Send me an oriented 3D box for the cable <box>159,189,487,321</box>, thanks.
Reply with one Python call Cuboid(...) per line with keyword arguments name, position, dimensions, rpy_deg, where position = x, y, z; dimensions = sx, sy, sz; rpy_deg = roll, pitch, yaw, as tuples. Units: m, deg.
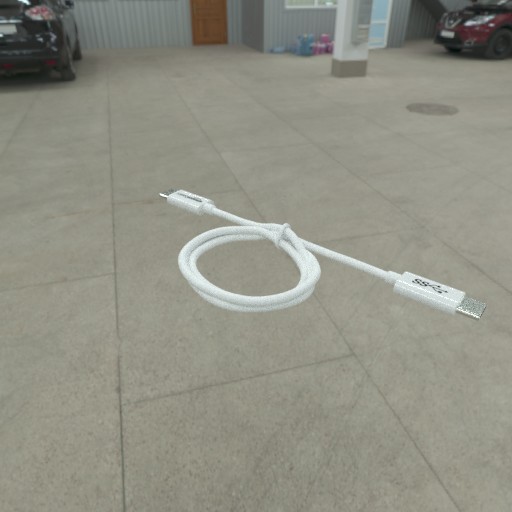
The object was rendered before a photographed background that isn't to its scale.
Cuboid(name="cable", position=(0.000, 0.000, 0.204), dimensions=(0.186, 0.014, 0.070), rpy_deg=(23, 38, 32))
